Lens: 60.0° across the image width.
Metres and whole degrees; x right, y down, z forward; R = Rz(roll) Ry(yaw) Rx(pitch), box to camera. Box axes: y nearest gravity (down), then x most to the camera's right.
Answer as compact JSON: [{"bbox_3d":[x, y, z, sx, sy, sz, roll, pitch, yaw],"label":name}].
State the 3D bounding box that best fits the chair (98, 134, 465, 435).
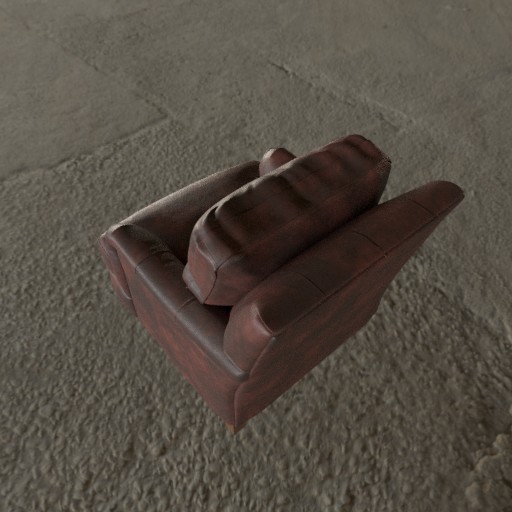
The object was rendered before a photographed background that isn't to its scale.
[{"bbox_3d":[0.000,0.000,1.907,0.987,1.051,1.156,-32,54,-27],"label":"chair"}]
